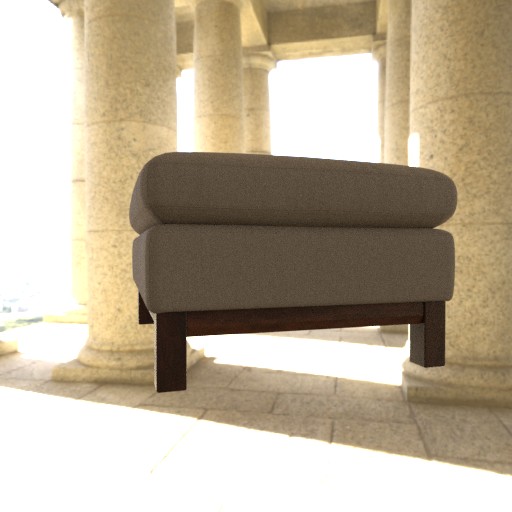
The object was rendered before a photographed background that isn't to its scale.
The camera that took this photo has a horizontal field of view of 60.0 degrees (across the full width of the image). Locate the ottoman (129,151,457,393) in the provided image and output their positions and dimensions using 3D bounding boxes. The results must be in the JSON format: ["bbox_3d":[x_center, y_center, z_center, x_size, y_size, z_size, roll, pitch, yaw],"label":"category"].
[{"bbox_3d":[0.000,0.000,1.114,0.606,0.420,0.771,0,1,-17],"label":"ottoman"}]
